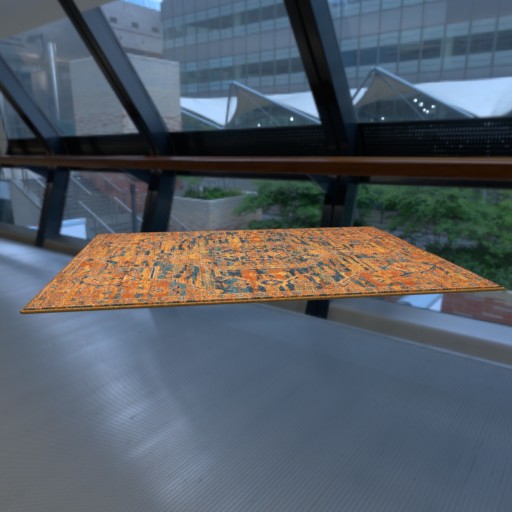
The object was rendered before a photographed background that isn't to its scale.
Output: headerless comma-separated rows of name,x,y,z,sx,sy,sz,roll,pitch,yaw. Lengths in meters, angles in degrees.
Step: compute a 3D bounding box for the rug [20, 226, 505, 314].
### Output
rug,0.000,0.000,2.744,2.204,0.024,1.588,-2,15,-8
